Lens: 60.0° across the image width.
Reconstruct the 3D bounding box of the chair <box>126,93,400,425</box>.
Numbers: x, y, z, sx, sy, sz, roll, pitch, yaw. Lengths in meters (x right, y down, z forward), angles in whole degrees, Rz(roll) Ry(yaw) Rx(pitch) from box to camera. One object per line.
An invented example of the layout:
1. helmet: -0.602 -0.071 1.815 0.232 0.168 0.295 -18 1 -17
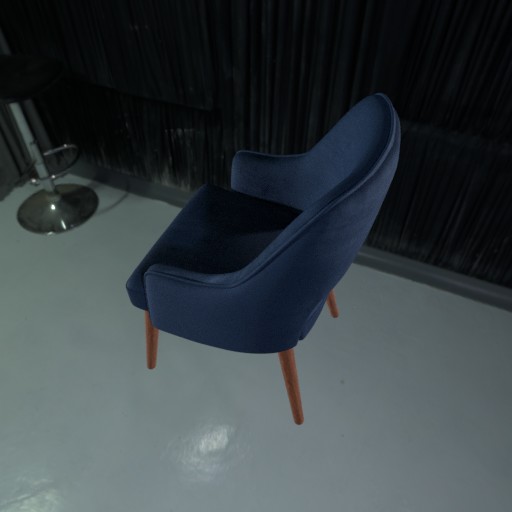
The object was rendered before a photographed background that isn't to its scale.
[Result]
1. chair: 0.000 0.000 1.205 0.591 0.844 0.559 16 48 15
